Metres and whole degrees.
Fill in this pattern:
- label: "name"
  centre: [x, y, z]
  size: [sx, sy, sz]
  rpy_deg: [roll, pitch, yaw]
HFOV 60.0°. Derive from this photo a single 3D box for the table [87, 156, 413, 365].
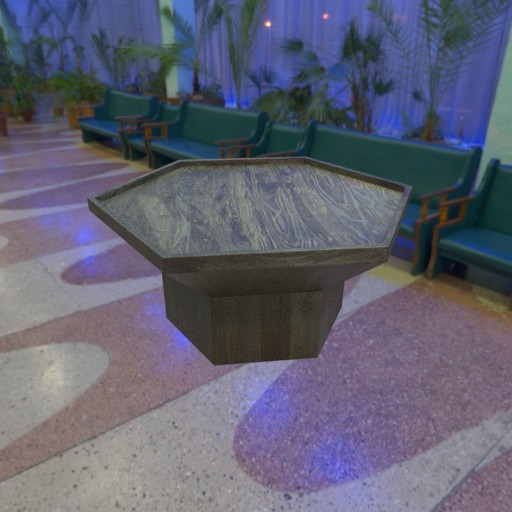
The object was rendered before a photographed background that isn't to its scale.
- label: "table"
  centre: [0.000, 0.000, 1.616]
  size: [0.966, 0.488, 1.115]
  rpy_deg: [-18, 31, -32]
